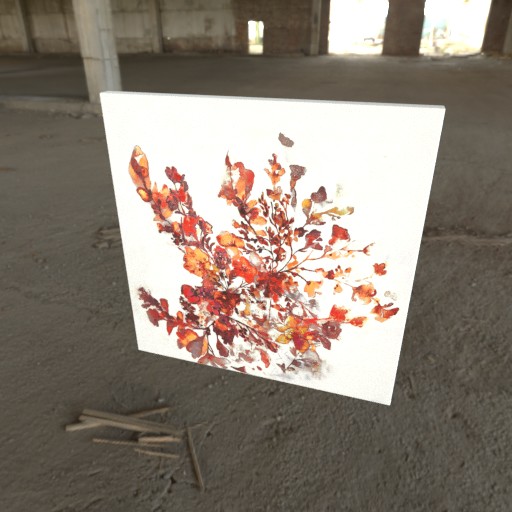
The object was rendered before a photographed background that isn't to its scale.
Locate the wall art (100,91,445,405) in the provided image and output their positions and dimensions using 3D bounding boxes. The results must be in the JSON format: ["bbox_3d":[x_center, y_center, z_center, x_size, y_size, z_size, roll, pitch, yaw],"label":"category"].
[{"bbox_3d":[0.000,0.000,1.120,0.757,0.757,0.037,8,28,16],"label":"wall art"}]
